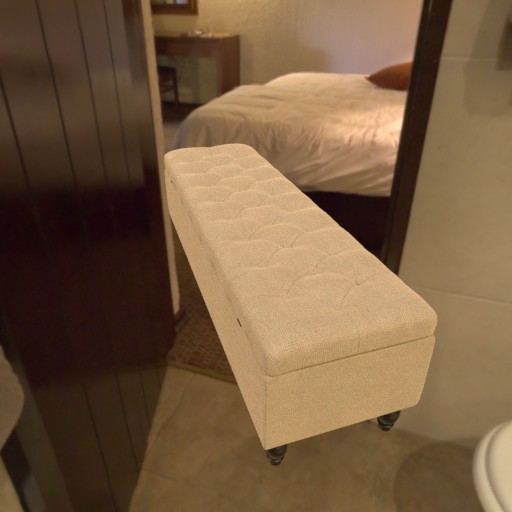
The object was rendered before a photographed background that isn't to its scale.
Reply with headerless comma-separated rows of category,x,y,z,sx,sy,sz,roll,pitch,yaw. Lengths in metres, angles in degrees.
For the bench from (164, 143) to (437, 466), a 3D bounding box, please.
bench,0.000,0.000,1.687,0.455,0.467,1.480,-10,32,-16
